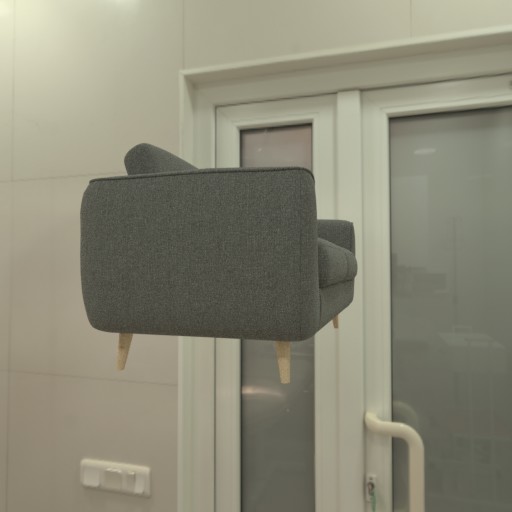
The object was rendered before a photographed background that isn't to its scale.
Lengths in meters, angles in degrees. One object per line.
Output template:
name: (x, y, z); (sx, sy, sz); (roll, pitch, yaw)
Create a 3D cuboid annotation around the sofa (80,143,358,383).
sofa: (0.000, 0.000, 2.218); (0.920, 0.870, 1.700); (-1, -2, 17)
